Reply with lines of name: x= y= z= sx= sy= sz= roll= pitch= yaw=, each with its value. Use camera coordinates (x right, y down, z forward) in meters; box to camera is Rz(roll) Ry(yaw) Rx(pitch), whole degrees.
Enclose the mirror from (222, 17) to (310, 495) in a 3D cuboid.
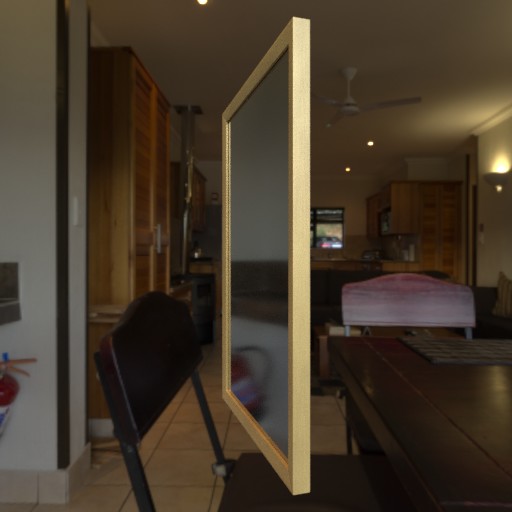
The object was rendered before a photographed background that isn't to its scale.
mirror: x=0.000 y=0.000 z=1.144 sx=0.040 sy=0.915 sz=0.609 roll=0 pitch=0 yaw=-17
